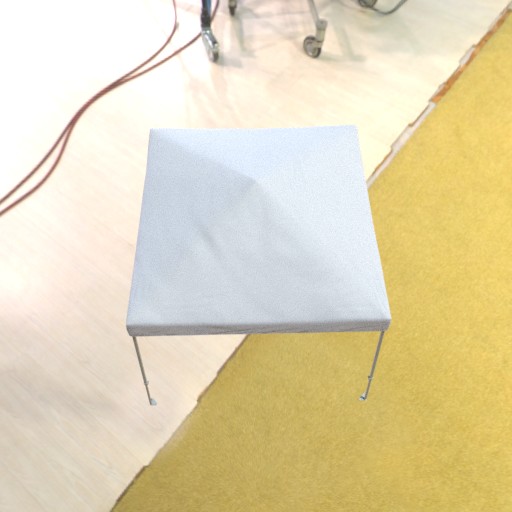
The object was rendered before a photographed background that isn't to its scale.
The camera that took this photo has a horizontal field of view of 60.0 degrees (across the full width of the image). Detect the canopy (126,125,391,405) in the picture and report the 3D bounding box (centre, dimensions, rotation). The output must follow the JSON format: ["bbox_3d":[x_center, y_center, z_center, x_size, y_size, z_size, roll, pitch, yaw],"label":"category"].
[{"bbox_3d":[0.000,0.000,5.264,2.849,2.850,2.850,-1,61,-1],"label":"canopy"}]
